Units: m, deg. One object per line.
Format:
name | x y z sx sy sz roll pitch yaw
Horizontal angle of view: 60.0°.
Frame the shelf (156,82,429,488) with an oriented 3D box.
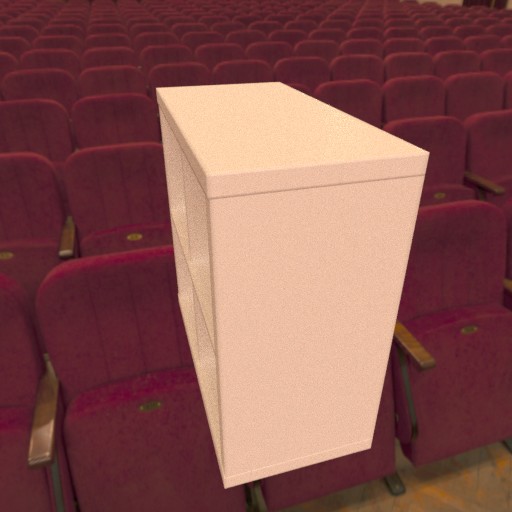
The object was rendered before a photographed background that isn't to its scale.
shelf | 0.000 0.000 1.241 0.390 0.786 0.790 -8 31 -14
